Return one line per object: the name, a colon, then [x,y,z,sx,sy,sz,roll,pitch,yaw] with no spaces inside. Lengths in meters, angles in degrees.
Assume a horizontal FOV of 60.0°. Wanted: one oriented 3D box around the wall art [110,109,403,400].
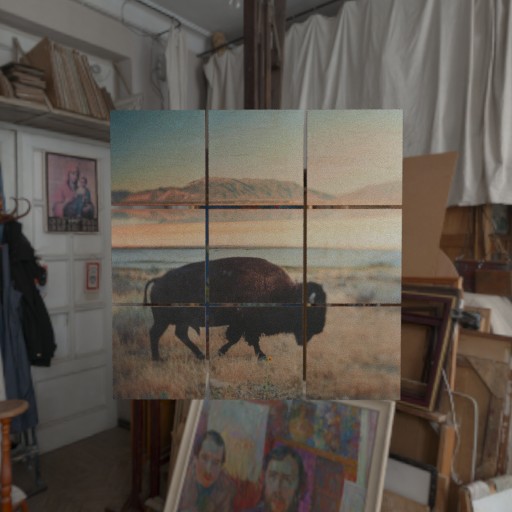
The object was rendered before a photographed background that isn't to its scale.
wall art: [0.000,0.000,2.351,1.533,1.532,0.019,0,2,1]
